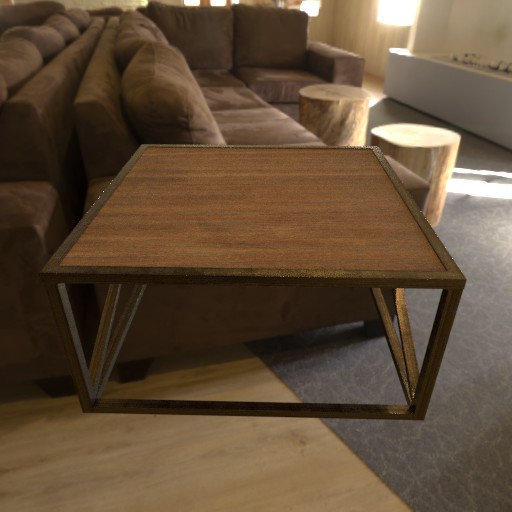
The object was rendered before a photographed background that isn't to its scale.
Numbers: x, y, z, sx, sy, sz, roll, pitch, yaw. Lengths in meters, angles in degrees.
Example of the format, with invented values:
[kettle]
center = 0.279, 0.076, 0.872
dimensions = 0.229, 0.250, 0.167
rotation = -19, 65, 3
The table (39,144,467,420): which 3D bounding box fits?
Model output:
[table]
center = 0.000, 0.000, 1.439
dimensions = 0.909, 0.451, 0.899
rotation = 1, 31, 1
